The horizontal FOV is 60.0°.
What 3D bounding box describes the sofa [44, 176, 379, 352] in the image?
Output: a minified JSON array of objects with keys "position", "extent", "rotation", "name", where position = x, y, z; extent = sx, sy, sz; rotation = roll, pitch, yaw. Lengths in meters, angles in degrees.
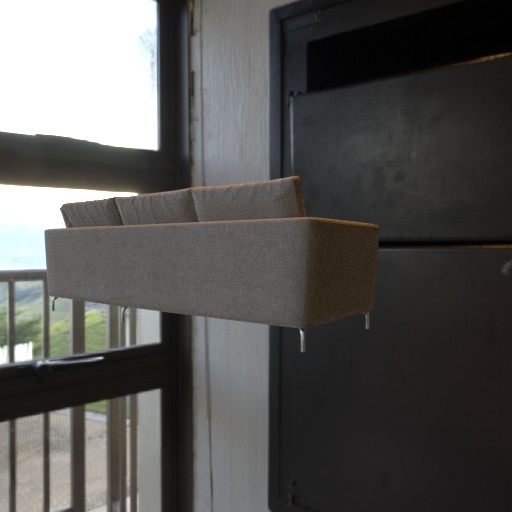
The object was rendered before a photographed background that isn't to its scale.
[{"position":[0.000,0.000,3.732],"extent":[2.438,0.864,2.438],"rotation":[1,1,36],"name":"sofa"}]
